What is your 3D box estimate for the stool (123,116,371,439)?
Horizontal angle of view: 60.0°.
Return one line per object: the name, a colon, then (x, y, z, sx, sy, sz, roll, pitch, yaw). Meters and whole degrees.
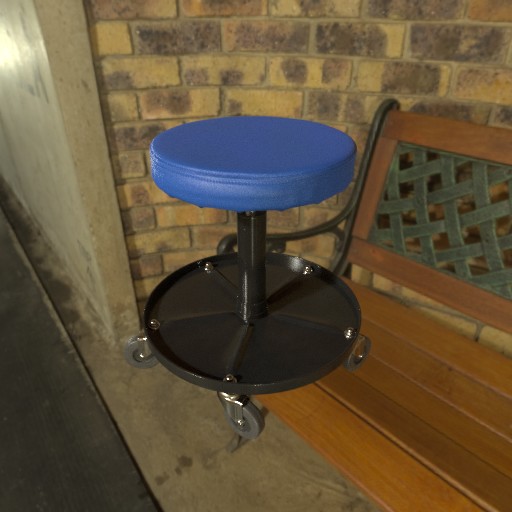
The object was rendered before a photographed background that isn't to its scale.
stool: (0.000, 0.000, 0.680, 0.381, 0.365, 0.382, 9, 31, 15)
